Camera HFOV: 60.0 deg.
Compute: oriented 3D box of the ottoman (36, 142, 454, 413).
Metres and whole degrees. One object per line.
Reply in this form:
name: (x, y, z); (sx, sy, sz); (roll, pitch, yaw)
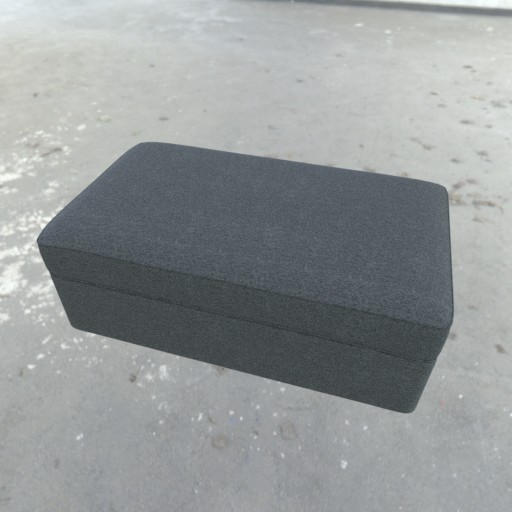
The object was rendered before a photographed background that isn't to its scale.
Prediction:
ottoman: (0.000, 0.000, 1.525); (1.173, 0.494, 0.681); (11, 42, 13)
